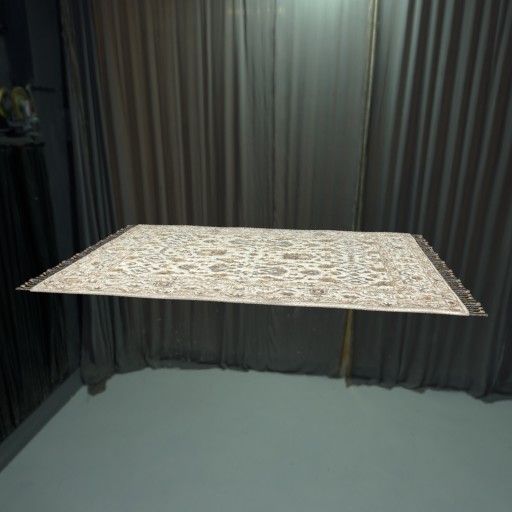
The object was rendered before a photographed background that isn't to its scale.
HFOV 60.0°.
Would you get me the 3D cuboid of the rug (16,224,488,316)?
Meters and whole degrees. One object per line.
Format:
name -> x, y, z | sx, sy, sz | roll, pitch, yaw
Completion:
rug -> 0.000, 0.000, 2.952 | 2.434, 0.027, 1.529 | 2, 17, 8
